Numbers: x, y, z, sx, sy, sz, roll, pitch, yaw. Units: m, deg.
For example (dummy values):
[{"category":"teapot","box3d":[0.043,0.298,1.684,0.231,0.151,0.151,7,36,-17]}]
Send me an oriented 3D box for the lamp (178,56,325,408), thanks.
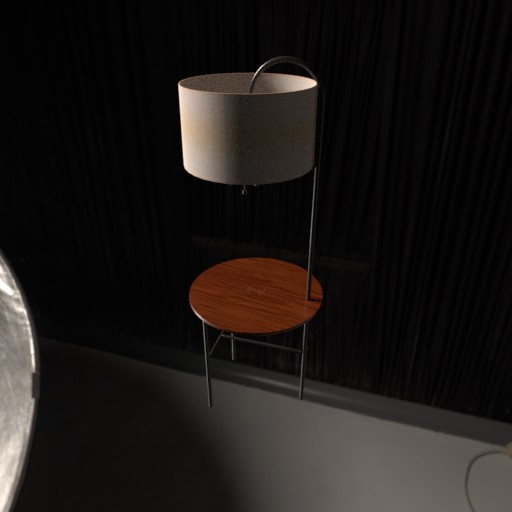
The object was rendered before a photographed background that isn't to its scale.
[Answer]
[{"category":"lamp","box3d":[0.000,0.000,1.832,0.573,1.517,0.573,0,29,0]}]
